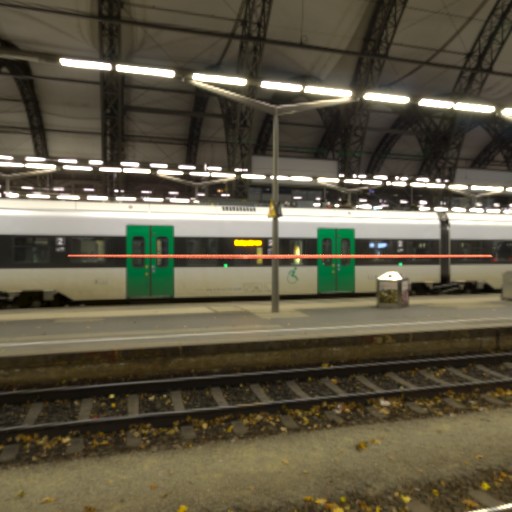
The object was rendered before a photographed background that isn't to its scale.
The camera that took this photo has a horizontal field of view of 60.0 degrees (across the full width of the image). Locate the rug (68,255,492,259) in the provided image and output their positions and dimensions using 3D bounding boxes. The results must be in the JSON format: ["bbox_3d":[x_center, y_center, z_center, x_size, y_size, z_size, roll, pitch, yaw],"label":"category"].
[{"bbox_3d":[0.000,0.000,3.927,2.430,0.018,2.976,0,0,-37],"label":"rug"}]
